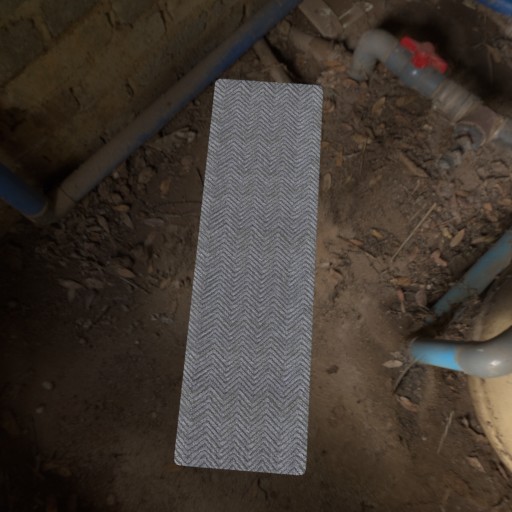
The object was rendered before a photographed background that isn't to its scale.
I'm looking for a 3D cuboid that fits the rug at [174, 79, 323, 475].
[{"bbox_3d":[0.000,0.000,2.562,0.686,0.008,2.286,4,77,1],"label":"rug"}]
